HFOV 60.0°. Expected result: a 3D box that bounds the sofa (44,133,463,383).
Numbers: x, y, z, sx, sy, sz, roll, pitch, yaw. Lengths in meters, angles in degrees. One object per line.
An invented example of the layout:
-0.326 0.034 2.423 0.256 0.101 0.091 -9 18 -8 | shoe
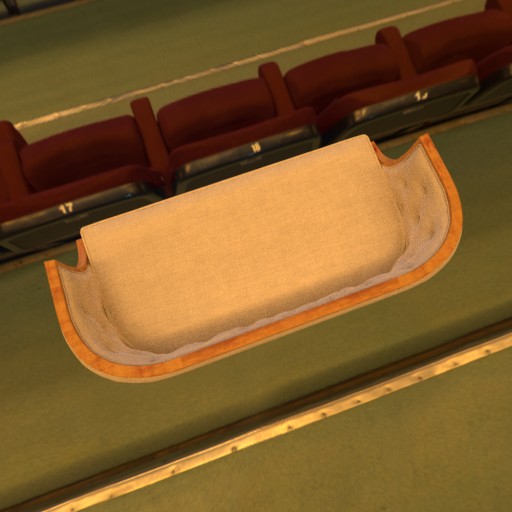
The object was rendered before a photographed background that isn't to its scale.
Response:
0.000 0.000 1.913 1.474 0.775 0.770 -19 75 -5 | sofa
